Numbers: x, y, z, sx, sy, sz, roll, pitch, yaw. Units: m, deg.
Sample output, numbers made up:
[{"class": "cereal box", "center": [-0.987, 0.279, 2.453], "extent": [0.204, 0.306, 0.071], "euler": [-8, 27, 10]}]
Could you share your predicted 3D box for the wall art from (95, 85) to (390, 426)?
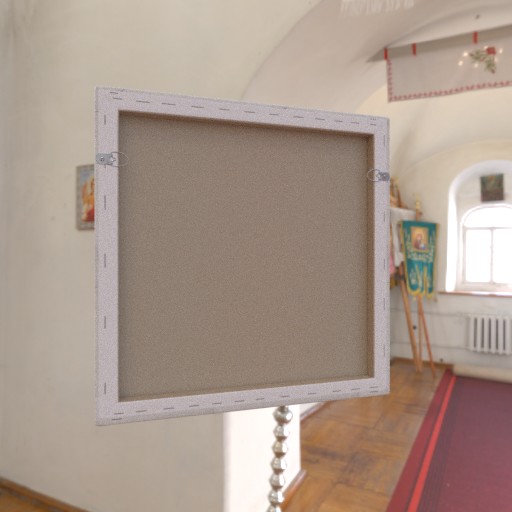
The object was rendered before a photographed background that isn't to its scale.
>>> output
[{"class": "wall art", "center": [0.000, 0.000, 1.114], "extent": [0.762, 0.762, 0.038], "euler": [0, 0, -18]}]
